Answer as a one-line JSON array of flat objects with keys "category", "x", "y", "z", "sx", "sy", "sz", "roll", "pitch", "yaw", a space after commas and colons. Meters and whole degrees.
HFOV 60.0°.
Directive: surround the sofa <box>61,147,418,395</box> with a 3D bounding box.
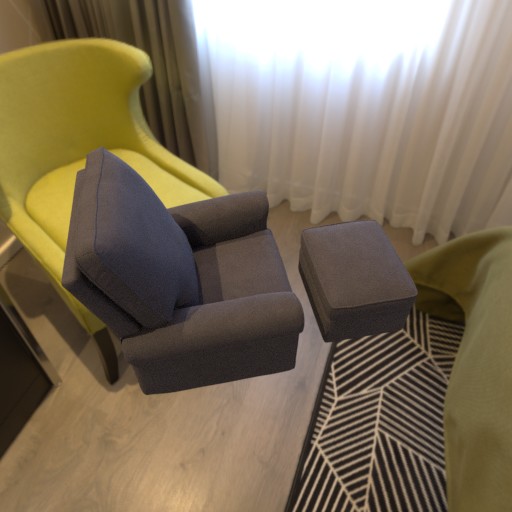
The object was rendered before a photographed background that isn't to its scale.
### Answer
[{"category": "sofa", "x": 0.000, "y": 0.000, "z": 2.076, "sx": 1.478, "sy": 0.959, "sz": 0.880, "roll": -8, "pitch": 47, "yaw": -8}]
